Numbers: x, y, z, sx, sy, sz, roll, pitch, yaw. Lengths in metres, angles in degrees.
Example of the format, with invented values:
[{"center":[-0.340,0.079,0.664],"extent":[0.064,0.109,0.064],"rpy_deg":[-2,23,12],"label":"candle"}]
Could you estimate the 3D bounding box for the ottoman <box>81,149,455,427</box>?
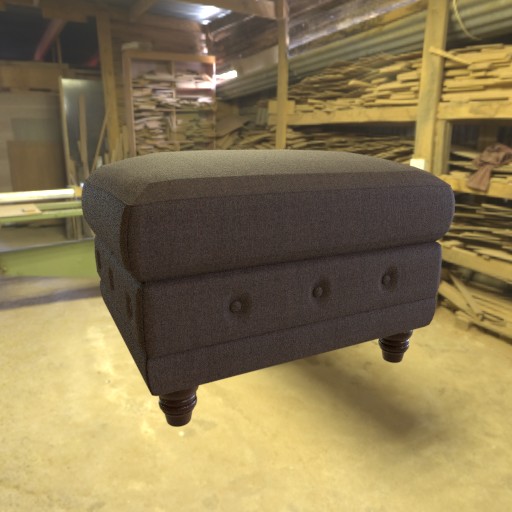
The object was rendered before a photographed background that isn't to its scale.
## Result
[{"center":[0.000,0.000,1.195],"extent":[0.809,0.555,0.599],"rpy_deg":[-7,16,-26],"label":"ottoman"}]
